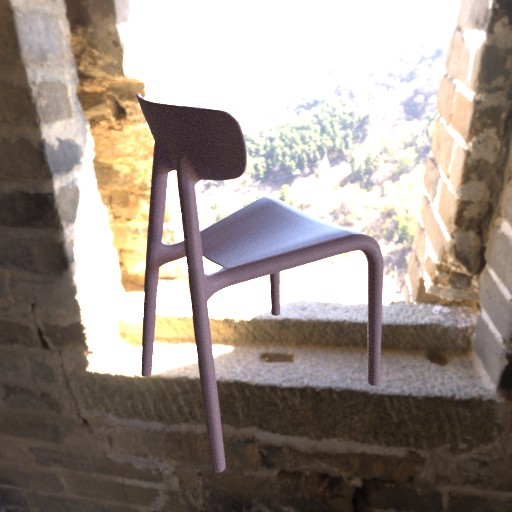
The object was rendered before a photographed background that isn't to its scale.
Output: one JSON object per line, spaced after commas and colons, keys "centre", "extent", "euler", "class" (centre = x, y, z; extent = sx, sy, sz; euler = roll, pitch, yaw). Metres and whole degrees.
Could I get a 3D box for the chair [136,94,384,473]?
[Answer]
{"centre": [0.000, 0.000, 0.839], "extent": [0.401, 0.580, 0.356], "euler": [-18, 31, -32], "class": "chair"}
